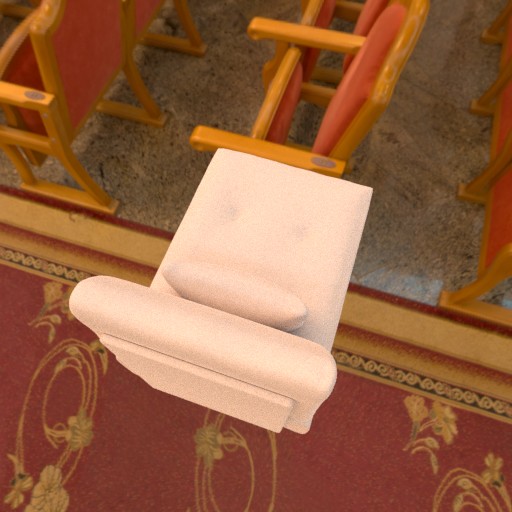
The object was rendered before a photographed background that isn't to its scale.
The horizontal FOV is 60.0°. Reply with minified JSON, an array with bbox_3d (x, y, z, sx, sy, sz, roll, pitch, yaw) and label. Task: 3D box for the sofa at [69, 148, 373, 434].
[{"bbox_3d":[0.000,0.000,1.576,0.700,0.820,1.000,17,64,8],"label":"sofa"}]
